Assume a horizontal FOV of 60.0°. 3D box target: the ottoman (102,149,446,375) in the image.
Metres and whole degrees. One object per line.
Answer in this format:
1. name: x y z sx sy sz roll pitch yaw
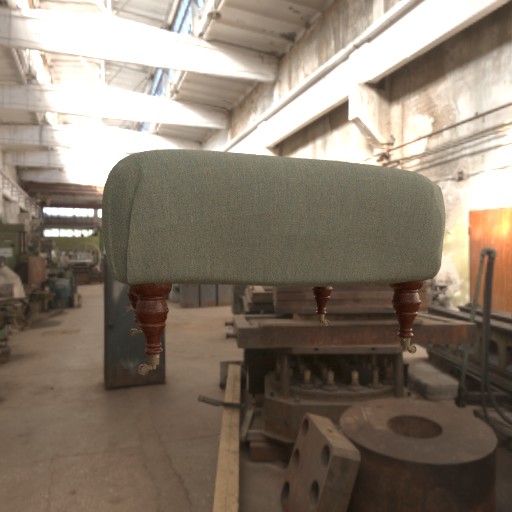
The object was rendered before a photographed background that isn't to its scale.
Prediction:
1. ottoman: 0.000 0.000 1.144 0.747 0.450 0.622 0 0 -18
